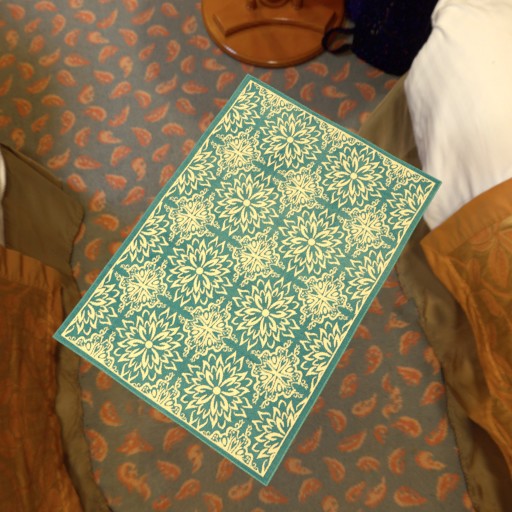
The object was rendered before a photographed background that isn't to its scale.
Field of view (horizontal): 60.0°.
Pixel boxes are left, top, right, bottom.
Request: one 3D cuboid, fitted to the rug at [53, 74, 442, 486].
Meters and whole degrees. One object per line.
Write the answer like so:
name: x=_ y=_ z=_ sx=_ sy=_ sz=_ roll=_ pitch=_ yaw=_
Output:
rug: x=0.000 y=0.000 z=2.839 sx=1.554 sy=0.012 sz=2.205 roll=32 pitch=78 yaw=8
